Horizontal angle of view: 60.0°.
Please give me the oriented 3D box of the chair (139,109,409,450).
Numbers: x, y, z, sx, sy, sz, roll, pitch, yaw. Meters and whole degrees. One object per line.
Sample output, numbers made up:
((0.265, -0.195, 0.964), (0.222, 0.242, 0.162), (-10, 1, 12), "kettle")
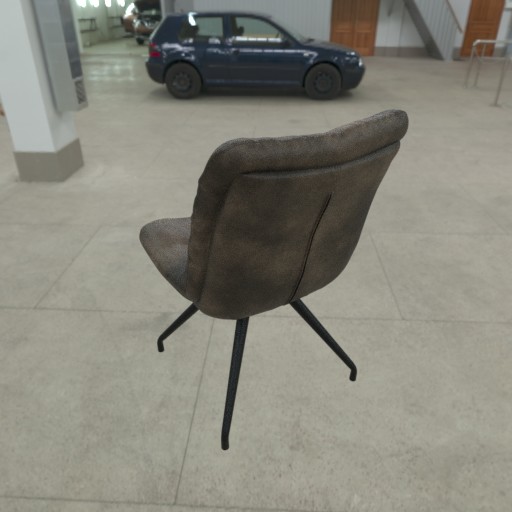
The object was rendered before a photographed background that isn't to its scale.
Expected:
((0.000, 0.000, 1.286), (0.549, 0.870, 0.622), (-18, 34, -28), "chair")
